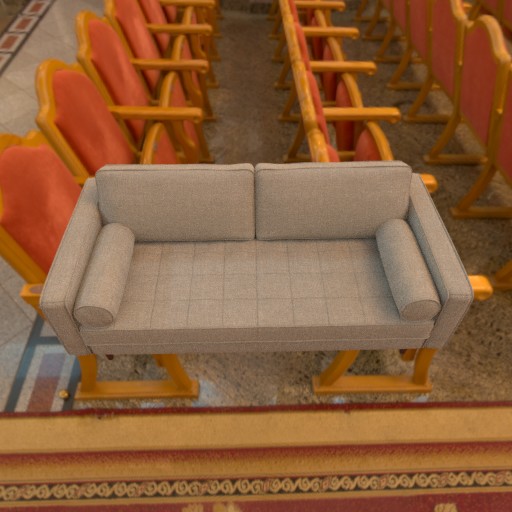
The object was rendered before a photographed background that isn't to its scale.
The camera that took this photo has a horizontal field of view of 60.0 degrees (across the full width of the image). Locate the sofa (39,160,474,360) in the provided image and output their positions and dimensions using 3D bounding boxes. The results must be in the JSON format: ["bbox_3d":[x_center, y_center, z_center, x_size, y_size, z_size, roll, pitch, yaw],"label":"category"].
[{"bbox_3d":[0.000,0.000,2.305,1.879,0.762,0.914,-1,47,-1],"label":"sofa"}]
